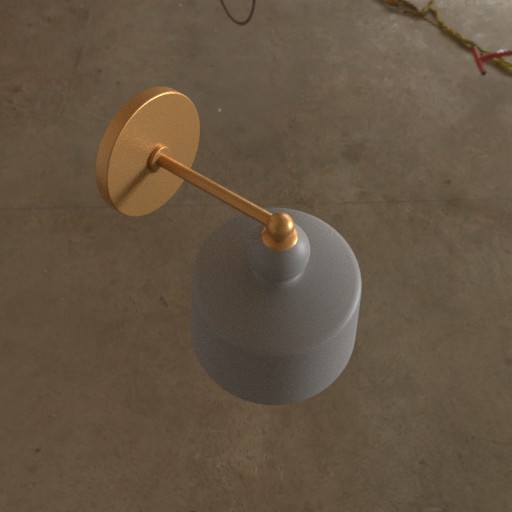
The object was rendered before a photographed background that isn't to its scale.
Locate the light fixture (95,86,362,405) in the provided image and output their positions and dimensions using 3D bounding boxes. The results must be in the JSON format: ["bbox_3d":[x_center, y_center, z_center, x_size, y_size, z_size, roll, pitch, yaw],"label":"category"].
[{"bbox_3d":[0.000,0.000,0.445,0.254,0.268,0.204,31,63,17],"label":"light fixture"}]
